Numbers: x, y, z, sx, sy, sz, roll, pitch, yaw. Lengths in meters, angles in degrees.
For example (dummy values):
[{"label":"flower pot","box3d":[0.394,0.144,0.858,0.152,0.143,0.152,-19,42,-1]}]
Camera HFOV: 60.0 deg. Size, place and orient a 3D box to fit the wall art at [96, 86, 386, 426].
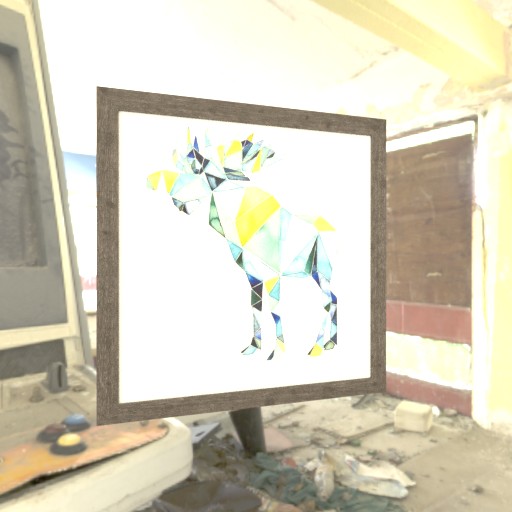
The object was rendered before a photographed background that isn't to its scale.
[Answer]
[{"label":"wall art","box3d":[0.000,0.000,0.675,0.457,0.457,0.013,0,0,-19]}]
